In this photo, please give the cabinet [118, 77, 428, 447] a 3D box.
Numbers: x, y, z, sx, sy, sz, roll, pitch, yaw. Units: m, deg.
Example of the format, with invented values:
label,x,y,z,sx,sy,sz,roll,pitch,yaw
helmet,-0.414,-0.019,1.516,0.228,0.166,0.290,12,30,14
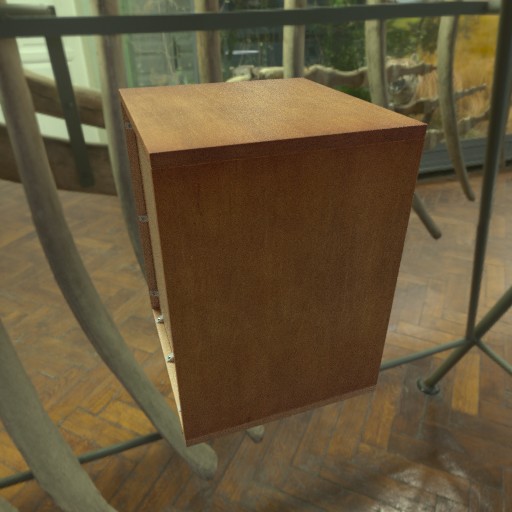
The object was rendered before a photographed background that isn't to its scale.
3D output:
label,x,y,z,sx,sy,sz,roll,pitch,yaw
cabinet,0.000,0.000,0.870,0.401,0.579,0.409,-10,32,-17
